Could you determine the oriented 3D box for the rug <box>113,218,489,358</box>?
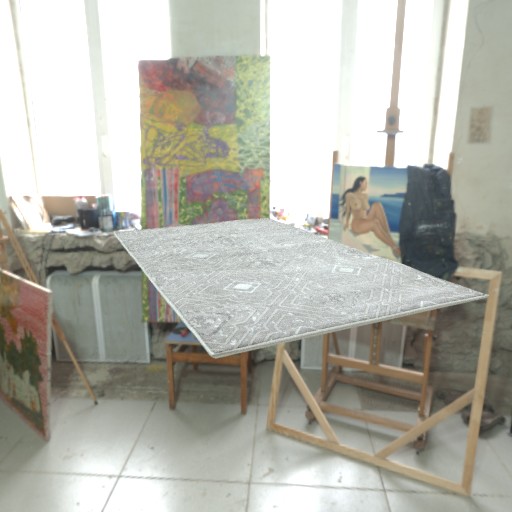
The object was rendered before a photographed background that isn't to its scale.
[{"bbox_3d":[0.000,0.000,3.045,1.537,0.036,2.447,-7,17,-25],"label":"rug"}]
